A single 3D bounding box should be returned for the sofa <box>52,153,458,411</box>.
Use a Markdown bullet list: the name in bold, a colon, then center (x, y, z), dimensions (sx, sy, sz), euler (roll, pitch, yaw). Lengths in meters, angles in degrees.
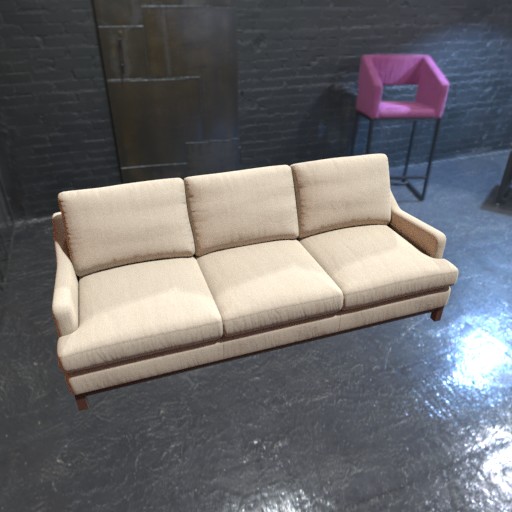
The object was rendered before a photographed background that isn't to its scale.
- **sofa**: center (0.000, 0.000, 2.759), dimensions (2.321, 0.913, 1.000), euler (-10, 32, -16)
